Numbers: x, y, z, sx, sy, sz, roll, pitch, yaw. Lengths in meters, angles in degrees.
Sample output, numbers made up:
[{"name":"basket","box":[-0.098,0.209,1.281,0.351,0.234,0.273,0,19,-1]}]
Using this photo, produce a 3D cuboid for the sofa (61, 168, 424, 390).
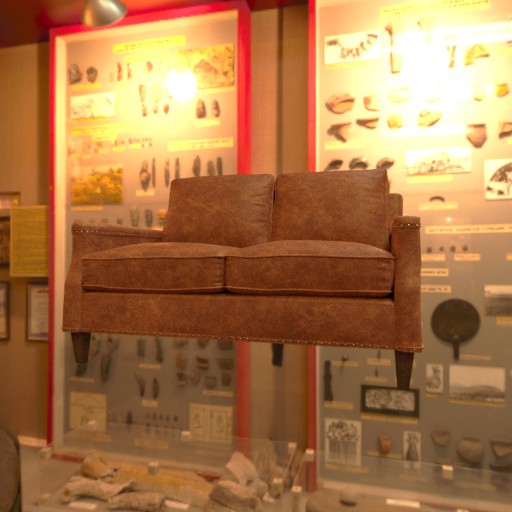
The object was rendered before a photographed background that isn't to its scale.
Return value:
[{"name":"sofa","box":[0.000,0.000,2.339,1.597,1.003,1.084,0,0,17]}]
